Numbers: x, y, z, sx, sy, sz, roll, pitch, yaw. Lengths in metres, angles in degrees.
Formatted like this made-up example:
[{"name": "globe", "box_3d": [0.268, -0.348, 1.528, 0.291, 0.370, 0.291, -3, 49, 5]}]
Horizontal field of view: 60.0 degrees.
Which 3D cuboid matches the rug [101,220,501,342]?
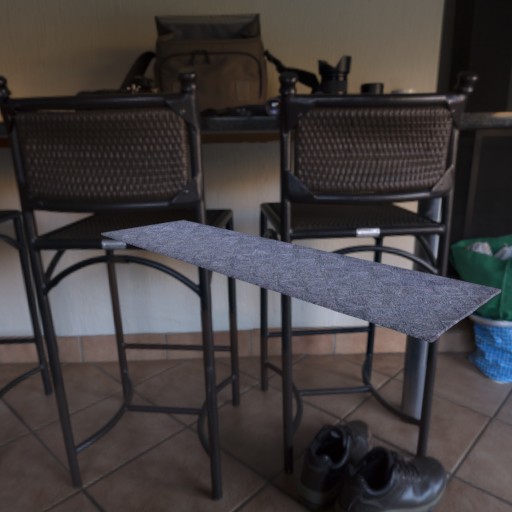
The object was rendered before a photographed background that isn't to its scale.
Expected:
[{"name": "rug", "box_3d": [0.000, 0.000, 2.445, 0.691, 0.011, 2.296, -15, 21, -43]}]
